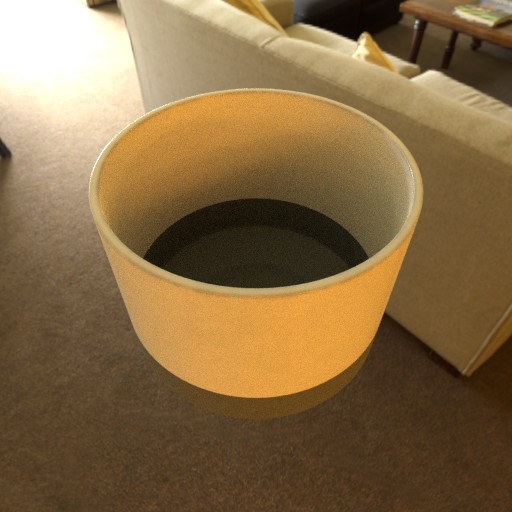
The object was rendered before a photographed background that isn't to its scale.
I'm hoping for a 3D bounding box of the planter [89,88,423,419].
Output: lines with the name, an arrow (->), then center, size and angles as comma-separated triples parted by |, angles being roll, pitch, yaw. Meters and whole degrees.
planter -> 0.000, 0.000, 0.214 | 0.128, 0.105, 0.128 | 0, 48, 0
